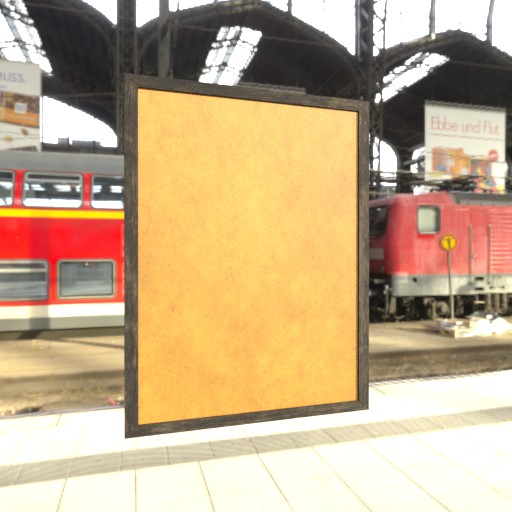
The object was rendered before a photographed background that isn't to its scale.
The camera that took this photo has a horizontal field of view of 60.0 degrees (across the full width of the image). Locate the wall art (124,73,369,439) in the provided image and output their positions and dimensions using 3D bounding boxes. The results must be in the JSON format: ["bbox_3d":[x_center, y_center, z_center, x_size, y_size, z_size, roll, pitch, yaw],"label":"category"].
[{"bbox_3d":[0.000,0.000,1.425,0.812,1.066,0.029,0,0,-17],"label":"wall art"}]
